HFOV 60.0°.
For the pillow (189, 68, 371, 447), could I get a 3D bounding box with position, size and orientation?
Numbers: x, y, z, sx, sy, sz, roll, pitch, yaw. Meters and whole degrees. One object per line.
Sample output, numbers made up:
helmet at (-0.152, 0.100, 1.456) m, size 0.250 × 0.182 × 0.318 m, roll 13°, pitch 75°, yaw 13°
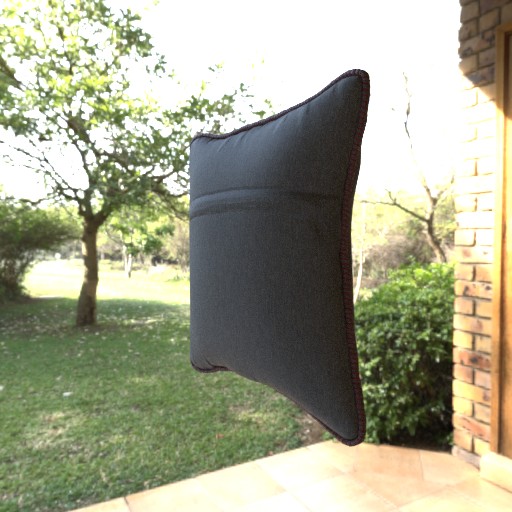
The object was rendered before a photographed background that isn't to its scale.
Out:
pillow at (0.000, 0.000, 0.750) m, size 0.124 × 0.491 × 0.482 m, roll -1°, pitch 2°, yaw -35°
